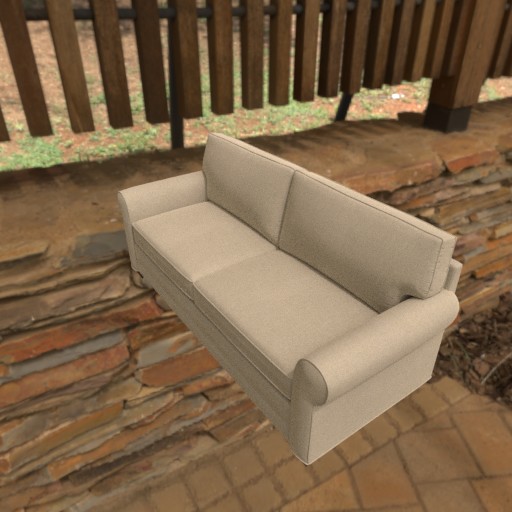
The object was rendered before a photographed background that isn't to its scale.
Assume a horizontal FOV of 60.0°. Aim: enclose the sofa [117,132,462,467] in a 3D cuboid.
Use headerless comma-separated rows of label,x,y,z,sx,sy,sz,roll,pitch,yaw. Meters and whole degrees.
sofa,0.000,0.000,2.625,0.901,0.962,2.146,-20,37,-30
